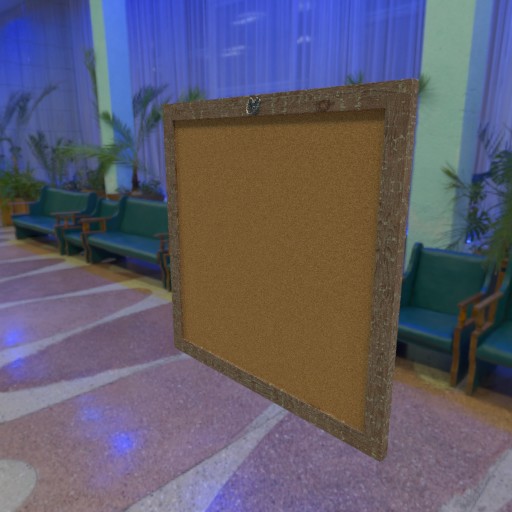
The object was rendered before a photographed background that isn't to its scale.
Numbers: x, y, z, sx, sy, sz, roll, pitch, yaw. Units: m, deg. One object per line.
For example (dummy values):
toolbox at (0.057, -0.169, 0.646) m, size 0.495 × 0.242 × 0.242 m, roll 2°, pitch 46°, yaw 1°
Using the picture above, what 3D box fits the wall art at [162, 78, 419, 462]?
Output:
wall art at (0.000, 0.000, 0.554) m, size 0.022 × 0.380 × 0.380 m, roll -14°, pitch 20°, yaw -43°
